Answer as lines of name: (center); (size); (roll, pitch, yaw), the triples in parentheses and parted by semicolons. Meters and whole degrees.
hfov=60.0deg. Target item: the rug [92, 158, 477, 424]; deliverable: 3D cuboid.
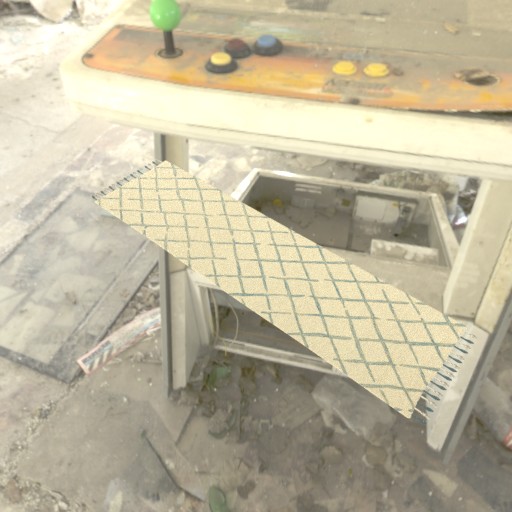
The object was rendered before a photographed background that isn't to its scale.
rug: (0.000, 0.000, 2.551); (2.372, 0.008, 0.620); (32, 54, 27)
